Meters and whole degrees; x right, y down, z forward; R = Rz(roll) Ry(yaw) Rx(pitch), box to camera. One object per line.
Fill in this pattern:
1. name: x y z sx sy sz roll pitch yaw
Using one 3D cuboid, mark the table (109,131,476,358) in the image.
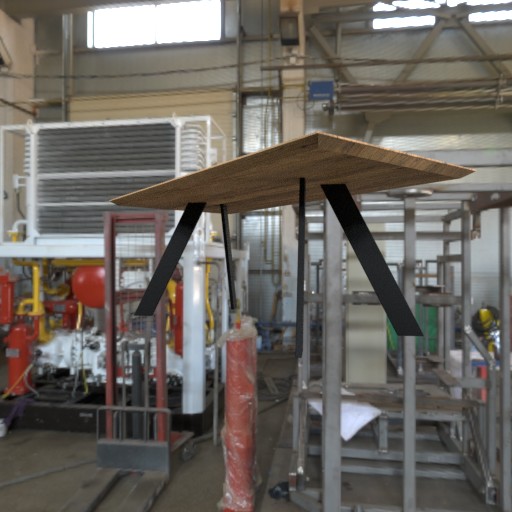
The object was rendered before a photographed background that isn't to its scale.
1. table: 0.000 0.000 2.508 1.000 0.770 2.000 1 -1 -37
